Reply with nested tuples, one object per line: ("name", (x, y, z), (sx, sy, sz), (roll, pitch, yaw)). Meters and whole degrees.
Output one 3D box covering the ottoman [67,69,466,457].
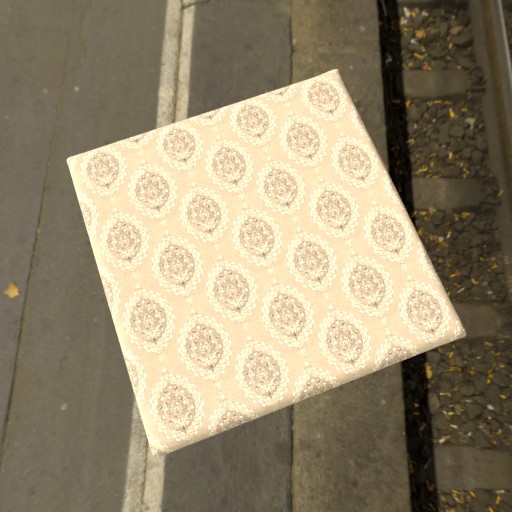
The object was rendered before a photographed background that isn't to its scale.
("ottoman", (0.000, 0.000, 1.403), (0.889, 0.411, 0.890), (-20, 76, -5))
